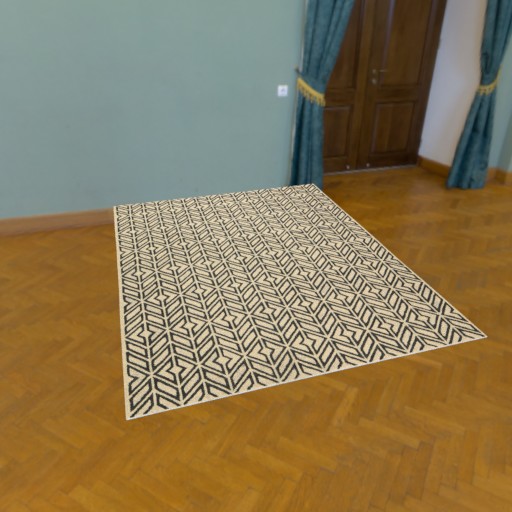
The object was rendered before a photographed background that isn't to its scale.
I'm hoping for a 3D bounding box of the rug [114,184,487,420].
[{"bbox_3d":[0.000,0.000,4.017,2.421,0.008,3.045,-9,31,-14],"label":"rug"}]
